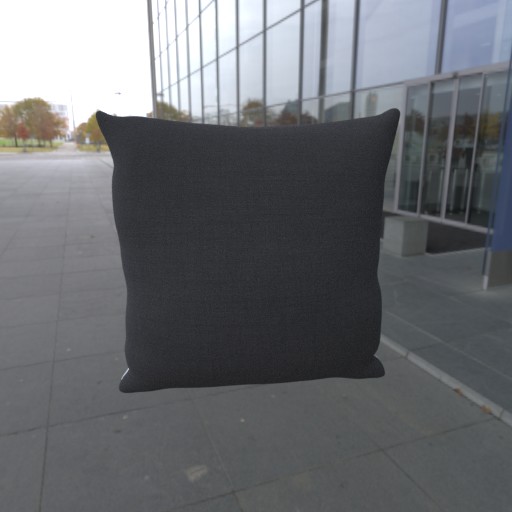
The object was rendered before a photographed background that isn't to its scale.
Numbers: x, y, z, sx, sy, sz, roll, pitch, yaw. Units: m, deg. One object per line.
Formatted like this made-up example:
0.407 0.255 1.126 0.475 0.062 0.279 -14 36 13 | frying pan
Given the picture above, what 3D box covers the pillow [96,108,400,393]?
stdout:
0.000 0.000 0.777 0.503 0.496 0.208 -2 14 -6 | pillow
